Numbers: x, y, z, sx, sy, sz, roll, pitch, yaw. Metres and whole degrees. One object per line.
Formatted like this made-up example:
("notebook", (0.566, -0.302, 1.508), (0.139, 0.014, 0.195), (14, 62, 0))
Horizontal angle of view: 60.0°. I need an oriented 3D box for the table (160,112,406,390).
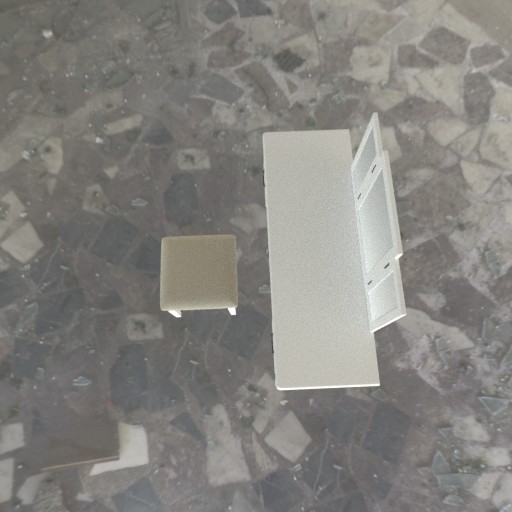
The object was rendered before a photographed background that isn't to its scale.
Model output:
("table", (0.000, 0.000, 2.345), (1.115, 1.310, 1.369), (-2, 73, -1))
